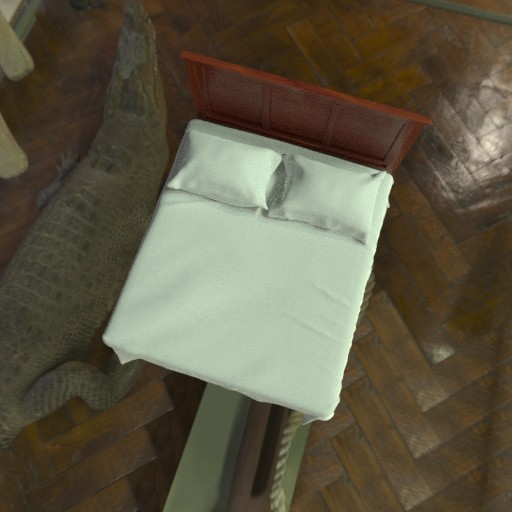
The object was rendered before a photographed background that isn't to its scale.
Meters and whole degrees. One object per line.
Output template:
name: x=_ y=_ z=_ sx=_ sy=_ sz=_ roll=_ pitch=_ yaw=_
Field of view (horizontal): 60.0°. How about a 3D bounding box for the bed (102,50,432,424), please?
bed: x=0.000 y=0.000 z=3.171 sx=1.870 sy=1.270 sz=2.050 roll=17 pitch=75 yaw=5
